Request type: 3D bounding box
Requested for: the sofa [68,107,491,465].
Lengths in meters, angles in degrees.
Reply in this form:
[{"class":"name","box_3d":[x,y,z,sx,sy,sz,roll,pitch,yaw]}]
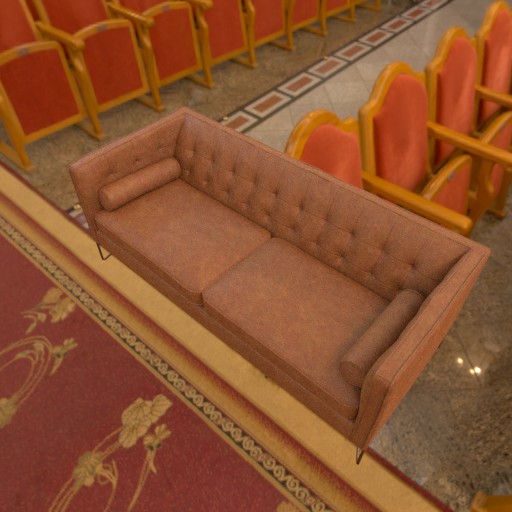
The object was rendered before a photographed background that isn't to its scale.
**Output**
[{"class":"sofa","box_3d":[0.000,0.000,2.513,2.079,0.798,0.912,32,54,28]}]
